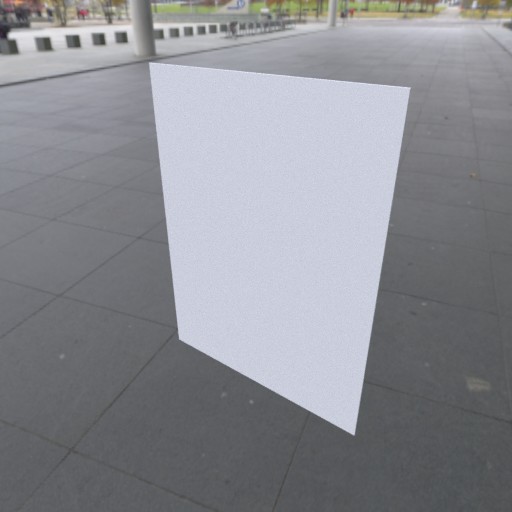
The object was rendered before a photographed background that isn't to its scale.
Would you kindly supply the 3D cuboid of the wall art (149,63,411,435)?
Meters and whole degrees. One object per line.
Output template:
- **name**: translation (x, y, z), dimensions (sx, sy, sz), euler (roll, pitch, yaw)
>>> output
- **wall art**: translation (0.000, 0.000, 0.793), dimensions (0.457, 0.610, 0.003), euler (20, 35, 31)
